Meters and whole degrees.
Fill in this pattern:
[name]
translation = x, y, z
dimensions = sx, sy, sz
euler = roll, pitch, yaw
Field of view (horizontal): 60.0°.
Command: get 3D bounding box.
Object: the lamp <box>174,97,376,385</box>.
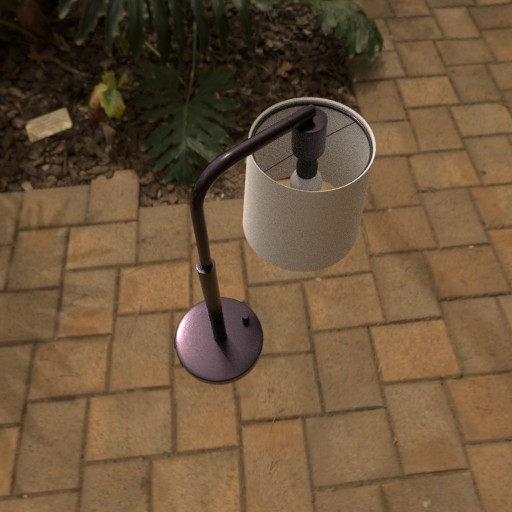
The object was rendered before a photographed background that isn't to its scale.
[lamp]
translation = 0.000, 0.000, 0.657
dimensions = 0.333, 0.489, 0.171
euler = -31, 65, -17
